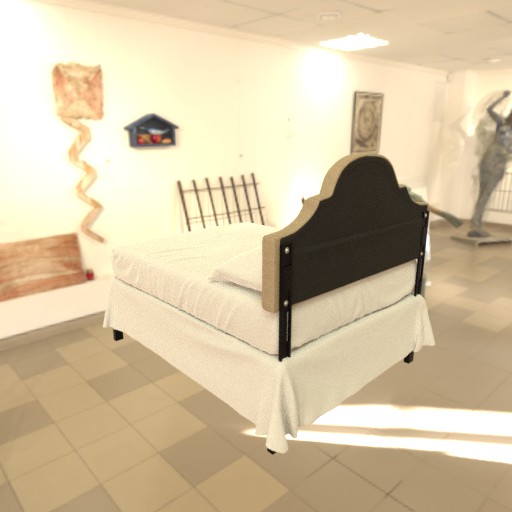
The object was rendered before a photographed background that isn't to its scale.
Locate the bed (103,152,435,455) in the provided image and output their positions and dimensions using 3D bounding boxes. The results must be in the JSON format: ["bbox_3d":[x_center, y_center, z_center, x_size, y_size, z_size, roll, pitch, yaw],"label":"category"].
[{"bbox_3d":[0.000,0.000,3.468,1.780,1.634,2.222,-14,21,-41],"label":"bed"}]
